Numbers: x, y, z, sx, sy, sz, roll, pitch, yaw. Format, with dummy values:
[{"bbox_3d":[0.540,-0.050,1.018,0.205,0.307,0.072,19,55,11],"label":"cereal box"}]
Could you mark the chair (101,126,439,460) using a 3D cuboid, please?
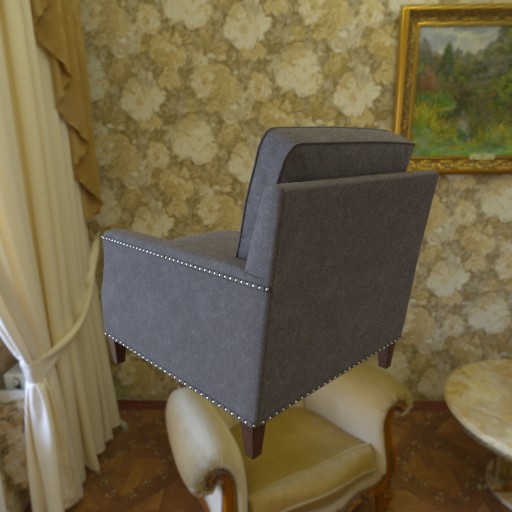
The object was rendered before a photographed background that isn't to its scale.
[{"bbox_3d":[0.000,0.000,1.721,0.853,0.948,1.014,-14,20,-43],"label":"chair"}]
